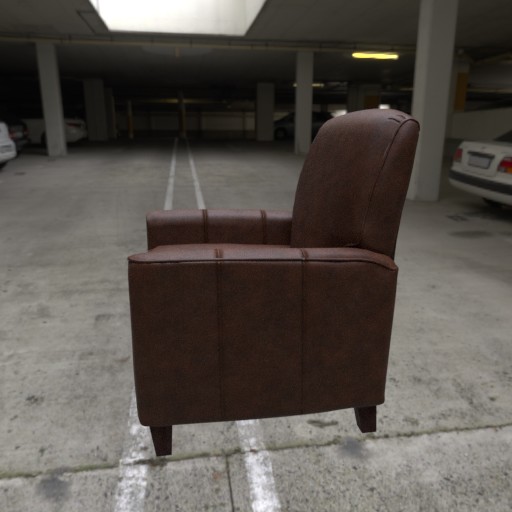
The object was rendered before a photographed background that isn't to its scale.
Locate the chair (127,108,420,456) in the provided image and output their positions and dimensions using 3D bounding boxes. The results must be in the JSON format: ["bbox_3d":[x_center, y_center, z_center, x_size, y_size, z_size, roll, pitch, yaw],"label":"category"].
[{"bbox_3d":[0.000,0.000,1.600,0.850,1.010,0.839,-2,15,-9],"label":"chair"}]
